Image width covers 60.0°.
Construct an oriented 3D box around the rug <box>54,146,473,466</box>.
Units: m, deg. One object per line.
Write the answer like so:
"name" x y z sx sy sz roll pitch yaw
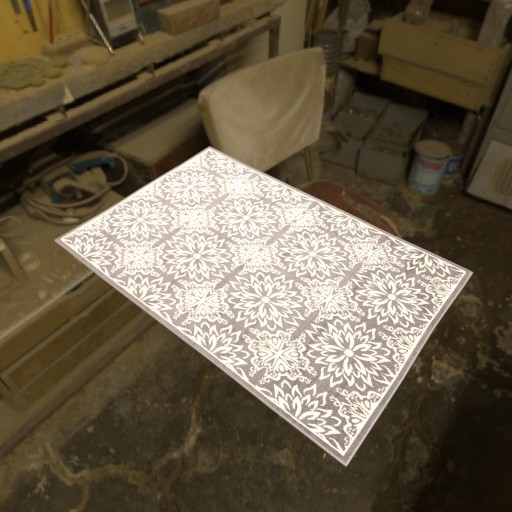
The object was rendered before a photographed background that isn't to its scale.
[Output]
"rug" 0.000 0.000 2.331 1.847 0.012 1.224 31 53 26
